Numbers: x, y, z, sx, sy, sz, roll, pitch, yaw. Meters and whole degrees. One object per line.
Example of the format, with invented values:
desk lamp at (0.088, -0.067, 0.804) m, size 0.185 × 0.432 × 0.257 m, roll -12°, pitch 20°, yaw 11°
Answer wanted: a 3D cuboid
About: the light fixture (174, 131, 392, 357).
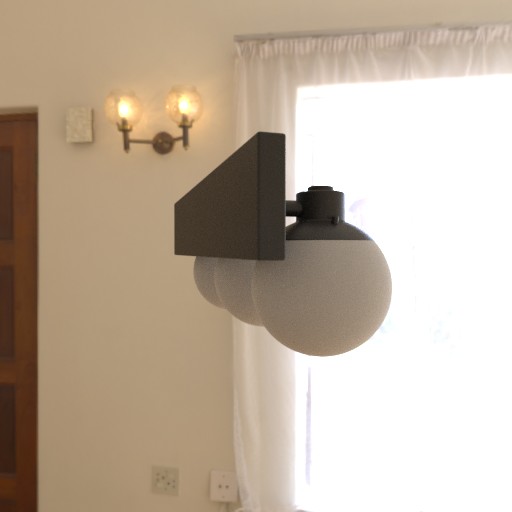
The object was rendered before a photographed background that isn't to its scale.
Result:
light fixture at (0.000, 0.000, 0.828) m, size 0.218 × 0.263 × 0.721 m, roll 0°, pitch 1°, yaw -17°
